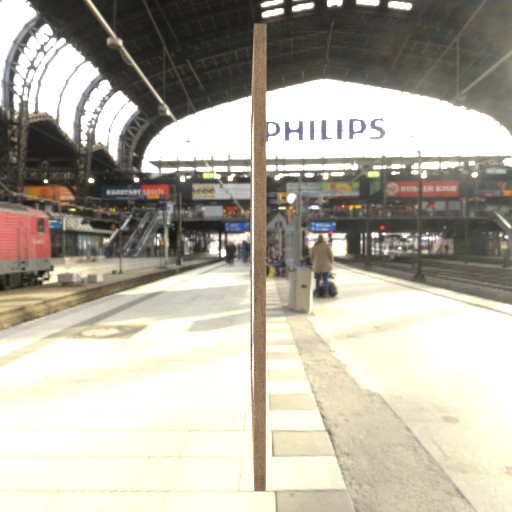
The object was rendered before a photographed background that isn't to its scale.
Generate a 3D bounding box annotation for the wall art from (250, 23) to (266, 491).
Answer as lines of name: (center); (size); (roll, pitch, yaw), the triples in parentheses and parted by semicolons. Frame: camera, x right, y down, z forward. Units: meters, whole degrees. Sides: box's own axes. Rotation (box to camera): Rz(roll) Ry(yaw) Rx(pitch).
wall art: (0.000, 0.000, 0.917); (0.018, 0.686, 0.534); (0, 1, -1)
